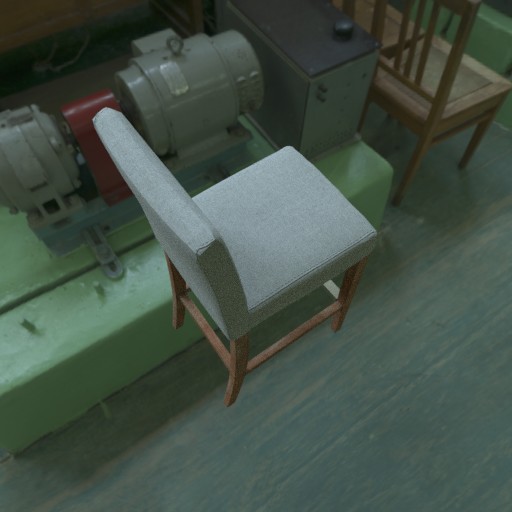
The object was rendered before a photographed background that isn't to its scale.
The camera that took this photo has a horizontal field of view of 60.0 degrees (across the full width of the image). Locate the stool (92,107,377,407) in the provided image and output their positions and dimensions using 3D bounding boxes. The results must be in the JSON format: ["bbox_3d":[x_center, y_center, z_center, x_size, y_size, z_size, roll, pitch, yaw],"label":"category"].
[{"bbox_3d":[0.000,0.000,1.363,0.570,1.088,0.439,-31,63,-18],"label":"stool"}]
